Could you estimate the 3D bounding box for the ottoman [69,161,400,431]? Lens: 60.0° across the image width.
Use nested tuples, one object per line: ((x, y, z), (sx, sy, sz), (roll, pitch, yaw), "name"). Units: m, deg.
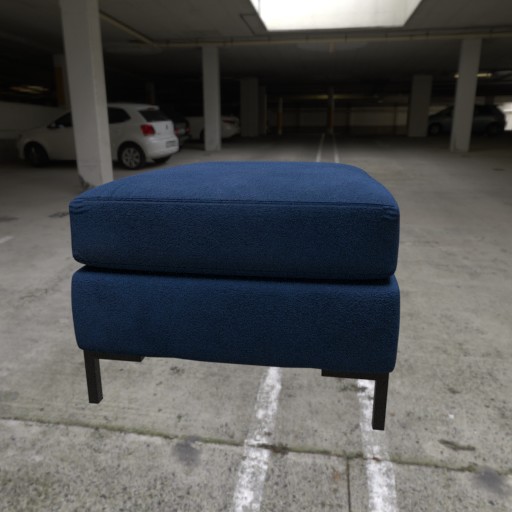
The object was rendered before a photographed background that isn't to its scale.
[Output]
((0.000, 0.000, 1.198), (0.655, 0.485, 0.794), (2, 15, 8), "ottoman")
